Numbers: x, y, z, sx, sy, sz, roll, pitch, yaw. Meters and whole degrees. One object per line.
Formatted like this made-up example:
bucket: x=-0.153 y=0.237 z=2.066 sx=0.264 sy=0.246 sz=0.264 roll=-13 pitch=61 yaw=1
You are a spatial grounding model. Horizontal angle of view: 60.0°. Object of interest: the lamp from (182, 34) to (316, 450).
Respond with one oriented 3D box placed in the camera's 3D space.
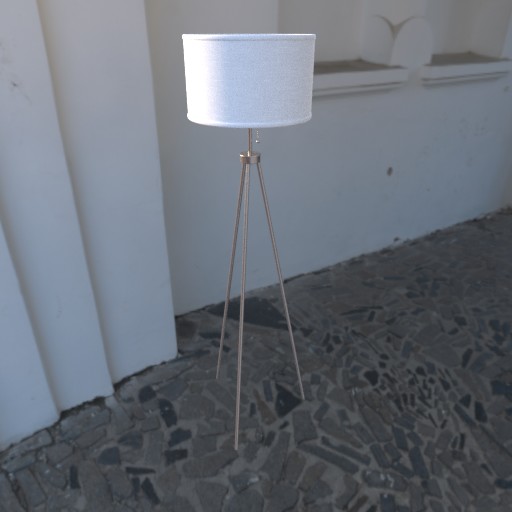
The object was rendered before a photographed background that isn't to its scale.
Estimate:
lamp: x=0.000 y=0.000 z=1.727 sx=0.458 sy=1.545 sz=0.448 roll=-9 pitch=28 yaw=-16
